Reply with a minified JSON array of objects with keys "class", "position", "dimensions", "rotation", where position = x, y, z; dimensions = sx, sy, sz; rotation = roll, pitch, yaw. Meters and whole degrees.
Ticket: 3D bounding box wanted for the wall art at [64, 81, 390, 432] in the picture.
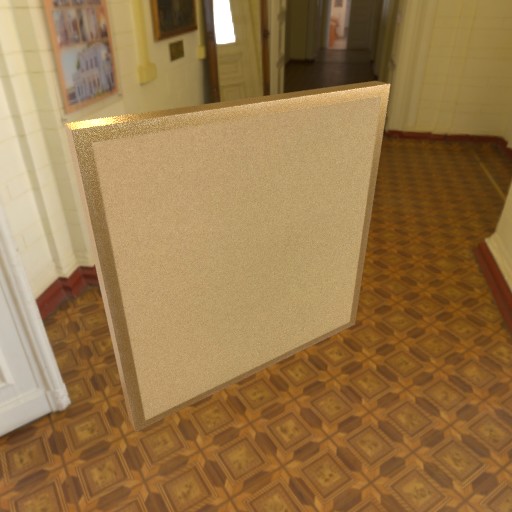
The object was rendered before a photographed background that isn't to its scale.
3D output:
[{"class":"wall art","position":[0.000,0.000,0.752],"dimensions":[0.510,0.509,0.033],"rotation":[-19,36,-28]}]
